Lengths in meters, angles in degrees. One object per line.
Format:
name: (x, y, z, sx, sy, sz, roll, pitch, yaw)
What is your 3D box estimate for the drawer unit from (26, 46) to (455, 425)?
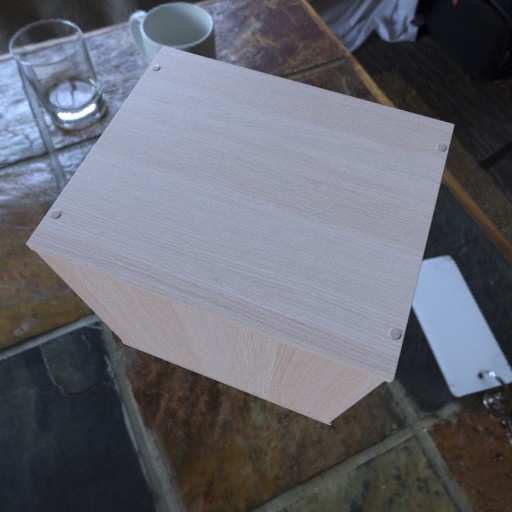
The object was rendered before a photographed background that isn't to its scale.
drawer unit: (0.000, 0.000, 0.599, 0.349, 0.344, 0.290, 19, 65, 9)
